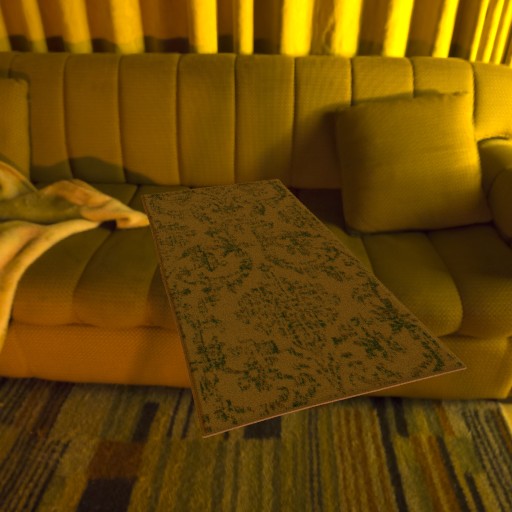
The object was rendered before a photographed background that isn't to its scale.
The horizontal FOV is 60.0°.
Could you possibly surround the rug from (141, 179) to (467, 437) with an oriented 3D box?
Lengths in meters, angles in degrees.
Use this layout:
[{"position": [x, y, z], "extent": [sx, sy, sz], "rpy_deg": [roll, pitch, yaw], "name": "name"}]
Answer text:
[{"position": [0.000, 0.000, 1.413], "extent": [0.605, 0.007, 1.220], "rpy_deg": [-9, 32, -15], "name": "rug"}]
